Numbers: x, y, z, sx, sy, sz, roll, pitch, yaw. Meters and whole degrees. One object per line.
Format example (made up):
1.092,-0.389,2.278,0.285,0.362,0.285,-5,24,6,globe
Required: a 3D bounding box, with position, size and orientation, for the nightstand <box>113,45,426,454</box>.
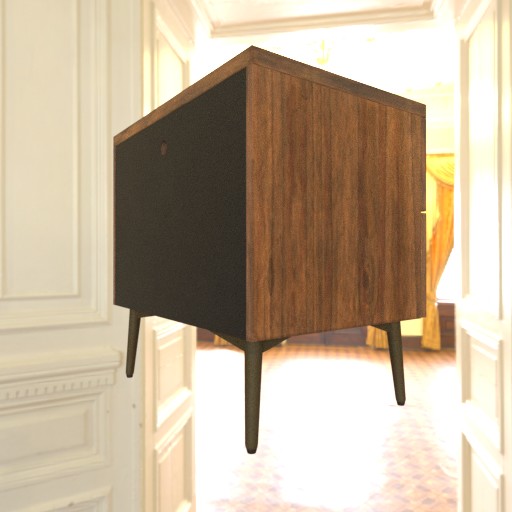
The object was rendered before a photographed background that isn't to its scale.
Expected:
0.000,0.000,1.020,0.458,0.610,0.610,0,0,-36,nightstand
